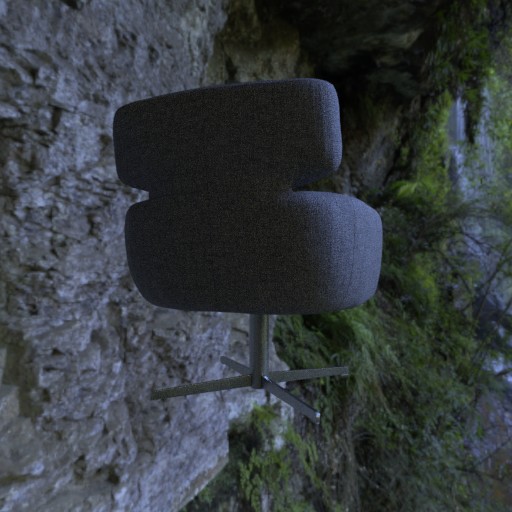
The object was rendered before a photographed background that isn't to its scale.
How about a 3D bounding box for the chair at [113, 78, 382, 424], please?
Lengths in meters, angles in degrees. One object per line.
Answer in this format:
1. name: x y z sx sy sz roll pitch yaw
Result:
1. chair: 0.000 0.000 1.348 0.706 0.812 0.715 0 0 20
